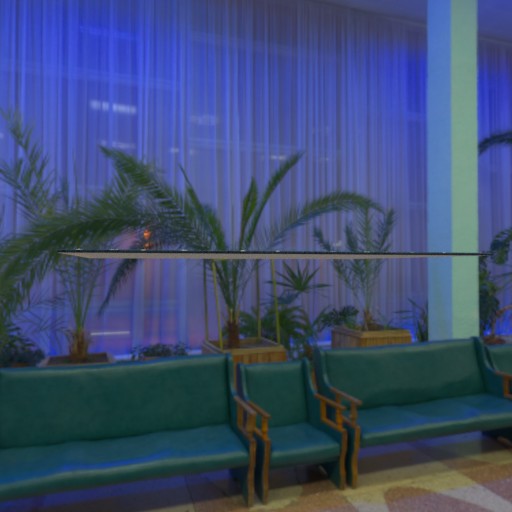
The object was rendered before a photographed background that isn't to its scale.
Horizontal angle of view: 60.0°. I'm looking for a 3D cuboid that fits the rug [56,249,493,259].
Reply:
[{"bbox_3d":[0.000,0.000,3.848,2.881,0.020,2.270,0,-1,-16],"label":"rug"}]
